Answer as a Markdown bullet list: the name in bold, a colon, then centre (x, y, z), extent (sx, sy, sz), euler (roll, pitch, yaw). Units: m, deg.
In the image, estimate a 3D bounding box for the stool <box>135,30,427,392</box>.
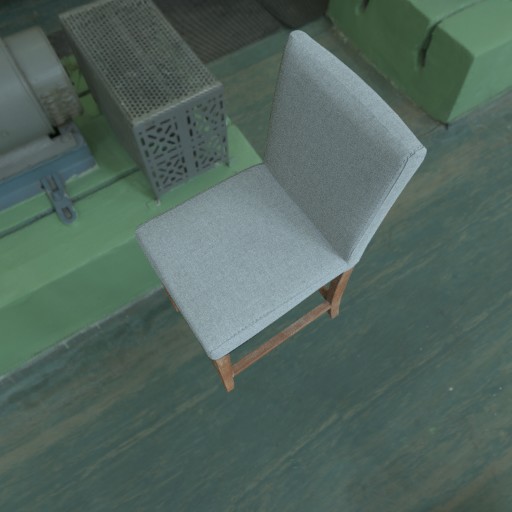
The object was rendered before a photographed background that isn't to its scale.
- **stool**: centre (0.000, 0.000, 1.362), extent (0.570, 1.088, 0.439), euler (-32, 69, -14)
